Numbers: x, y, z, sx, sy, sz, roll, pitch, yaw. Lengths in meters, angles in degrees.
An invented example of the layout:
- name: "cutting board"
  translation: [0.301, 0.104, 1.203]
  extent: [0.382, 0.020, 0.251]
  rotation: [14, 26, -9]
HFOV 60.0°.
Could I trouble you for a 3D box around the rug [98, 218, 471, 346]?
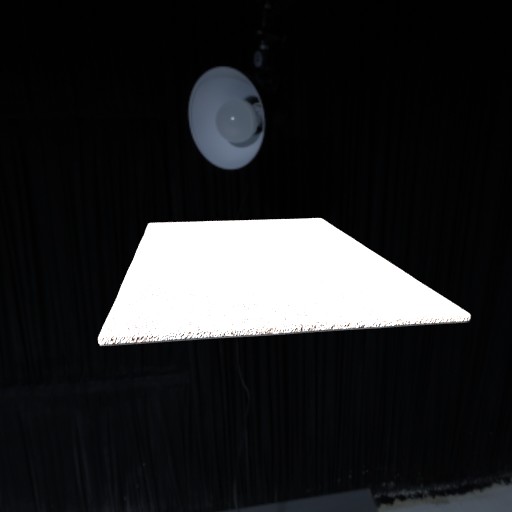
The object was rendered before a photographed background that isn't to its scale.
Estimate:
- name: "rug"
  translation: [0.000, 0.000, 2.255]
  extent: [1.219, 0.030, 1.778]
  rotation: [-2, 16, -8]
